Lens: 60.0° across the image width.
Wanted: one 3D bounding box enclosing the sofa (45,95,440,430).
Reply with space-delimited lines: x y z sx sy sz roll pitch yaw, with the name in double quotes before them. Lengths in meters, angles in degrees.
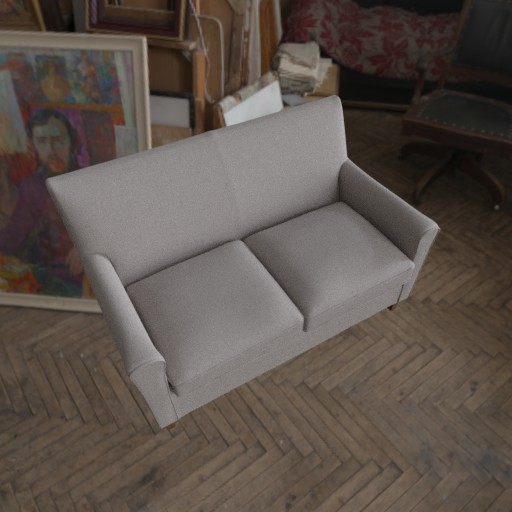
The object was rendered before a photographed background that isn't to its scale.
"sofa" 0.000 0.000 2.105 1.482 0.890 0.888 -23 50 -21
